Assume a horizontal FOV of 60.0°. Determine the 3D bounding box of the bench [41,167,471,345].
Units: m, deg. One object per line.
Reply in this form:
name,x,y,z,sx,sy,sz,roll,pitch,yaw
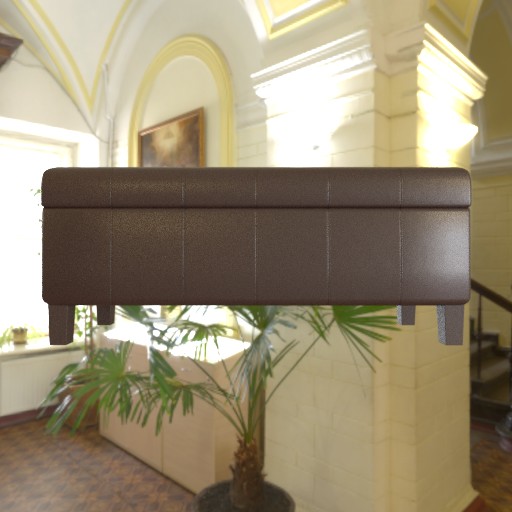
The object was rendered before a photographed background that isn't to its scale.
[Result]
bench,0.000,0.000,1.323,1.092,0.457,0.429,0,0,0
